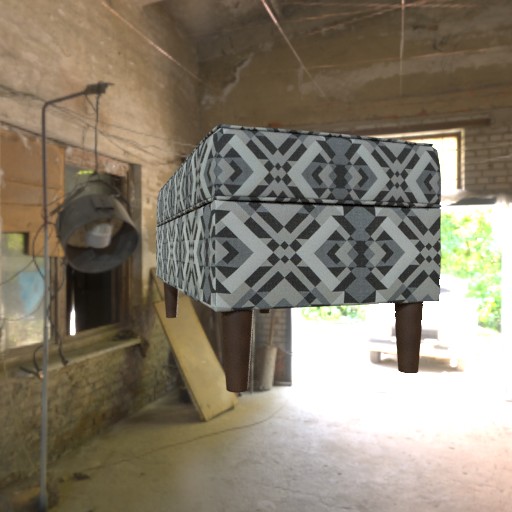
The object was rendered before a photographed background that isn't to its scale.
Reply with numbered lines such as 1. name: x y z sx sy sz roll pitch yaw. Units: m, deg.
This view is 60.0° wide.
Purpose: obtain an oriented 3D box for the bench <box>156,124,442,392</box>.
1. bench: 0.000 0.000 1.306 0.492 0.477 1.016 0 1 -18
